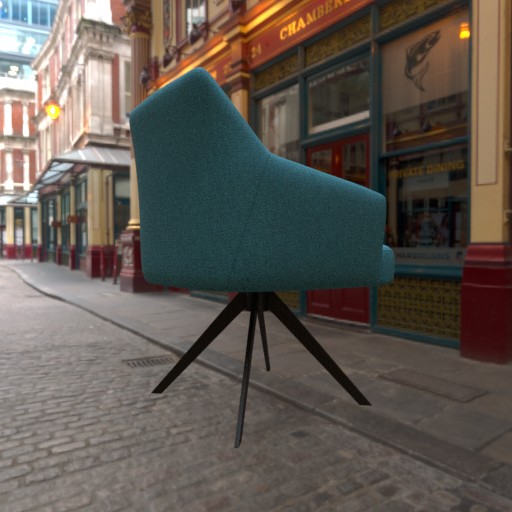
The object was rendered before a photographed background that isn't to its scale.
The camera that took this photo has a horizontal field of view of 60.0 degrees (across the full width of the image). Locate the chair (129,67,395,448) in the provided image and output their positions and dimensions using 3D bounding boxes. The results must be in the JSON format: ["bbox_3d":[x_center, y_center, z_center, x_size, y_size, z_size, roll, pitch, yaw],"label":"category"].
[{"bbox_3d":[0.000,0.000,1.350,0.677,0.874,0.642,-1,1,-36],"label":"chair"}]
